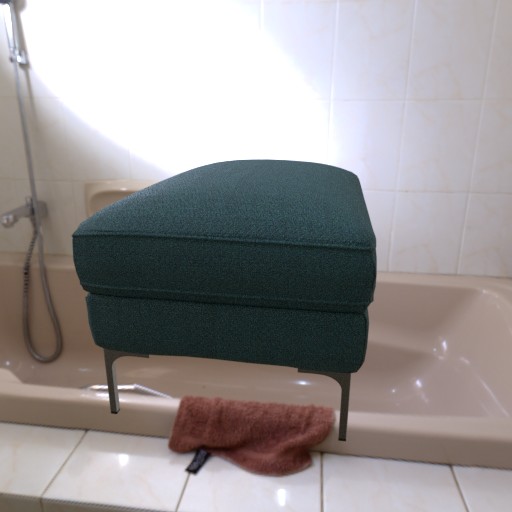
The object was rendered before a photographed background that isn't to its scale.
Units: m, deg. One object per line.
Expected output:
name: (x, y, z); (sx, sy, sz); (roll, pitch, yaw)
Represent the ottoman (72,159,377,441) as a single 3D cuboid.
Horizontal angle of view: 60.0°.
ottoman: (0.000, 0.000, 1.205); (0.563, 0.498, 0.856); (3, 18, 10)
